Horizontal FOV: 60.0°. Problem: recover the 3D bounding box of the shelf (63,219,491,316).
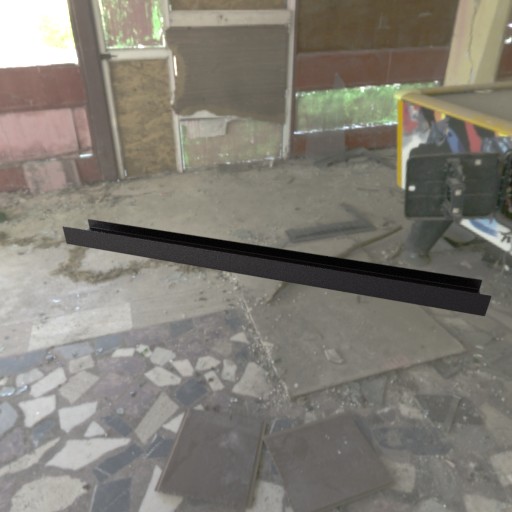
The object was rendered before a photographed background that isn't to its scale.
[{"bbox_3d":[0.000,0.000,0.971,0.924,0.049,0.092,9,32,15],"label":"shelf"}]
